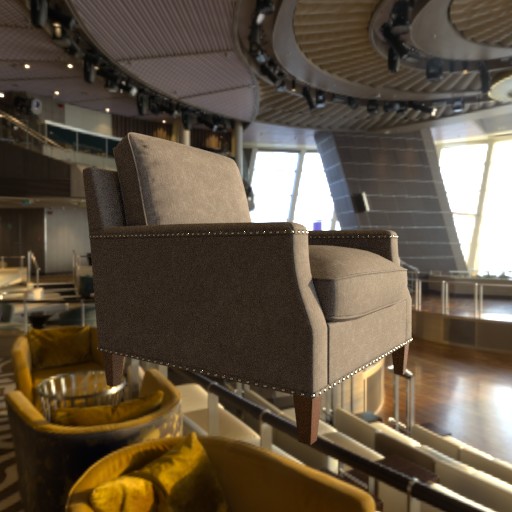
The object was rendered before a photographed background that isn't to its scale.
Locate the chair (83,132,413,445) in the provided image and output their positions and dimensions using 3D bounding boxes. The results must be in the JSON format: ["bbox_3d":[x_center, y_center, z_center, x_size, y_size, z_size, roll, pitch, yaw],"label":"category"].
[{"bbox_3d":[0.000,0.000,1.721,1.014,0.948,0.853,1,2,36],"label":"chair"}]
